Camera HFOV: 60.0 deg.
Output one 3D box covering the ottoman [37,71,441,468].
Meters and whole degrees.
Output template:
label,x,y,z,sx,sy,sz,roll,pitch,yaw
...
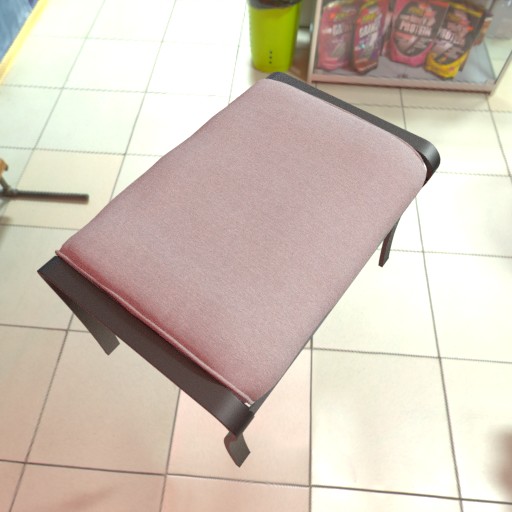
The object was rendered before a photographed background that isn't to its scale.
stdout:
label,x,y,z,sx,sy,sz,roll,pitch,yaw
ottoman,0.000,0.000,0.882,0.406,0.422,0.610,33,64,19
